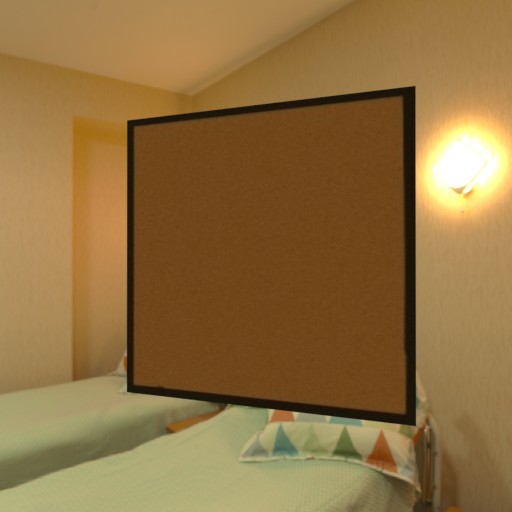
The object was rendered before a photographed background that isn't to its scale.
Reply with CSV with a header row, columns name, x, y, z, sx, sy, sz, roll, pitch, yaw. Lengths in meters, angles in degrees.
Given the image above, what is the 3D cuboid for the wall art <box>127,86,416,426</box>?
name,x,y,z,sx,sy,sz,roll,pitch,yaw
wall art,0.000,0.000,1.214,0.823,0.823,0.013,0,0,19
